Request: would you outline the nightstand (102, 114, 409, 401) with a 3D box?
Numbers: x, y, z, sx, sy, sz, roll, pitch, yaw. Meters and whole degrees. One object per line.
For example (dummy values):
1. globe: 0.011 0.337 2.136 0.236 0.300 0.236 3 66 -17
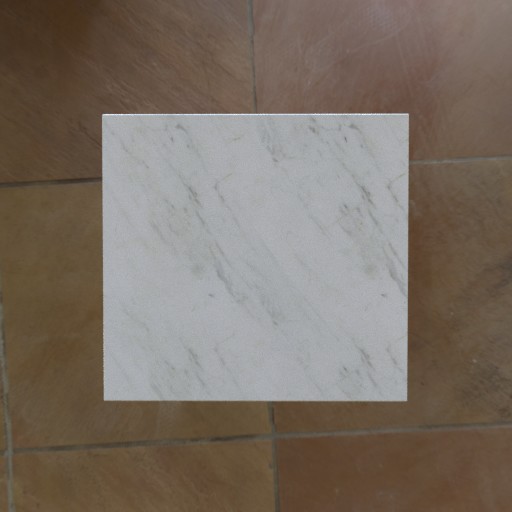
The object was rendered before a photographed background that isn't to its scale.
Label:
1. nightstand: 0.000 0.000 0.880 0.513 0.426 0.514 0 91 0
